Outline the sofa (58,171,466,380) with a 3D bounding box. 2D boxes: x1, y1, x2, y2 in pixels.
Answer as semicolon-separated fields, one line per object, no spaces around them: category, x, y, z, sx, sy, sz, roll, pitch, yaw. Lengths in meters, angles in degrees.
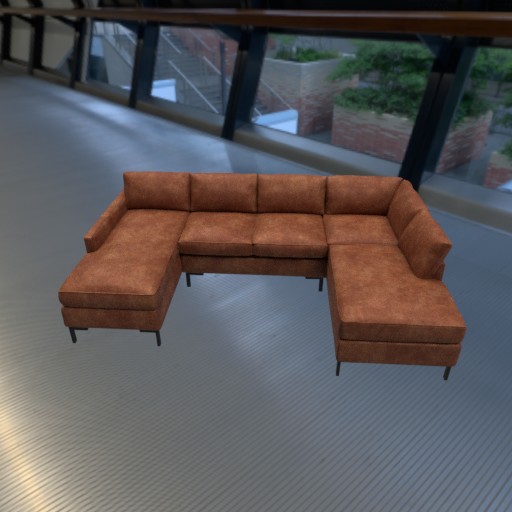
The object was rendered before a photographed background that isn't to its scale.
sofa;0.000;0.000;3.870;2.956;0.900;1.939;2;31;3
